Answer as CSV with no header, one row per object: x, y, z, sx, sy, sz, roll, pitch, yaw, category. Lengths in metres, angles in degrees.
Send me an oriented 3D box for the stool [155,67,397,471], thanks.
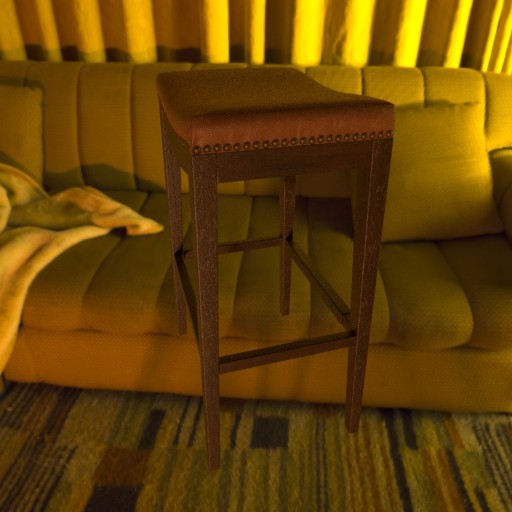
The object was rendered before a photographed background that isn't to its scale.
0.000,0.000,1.031,0.361,0.759,0.500,-8,31,-14,stool
